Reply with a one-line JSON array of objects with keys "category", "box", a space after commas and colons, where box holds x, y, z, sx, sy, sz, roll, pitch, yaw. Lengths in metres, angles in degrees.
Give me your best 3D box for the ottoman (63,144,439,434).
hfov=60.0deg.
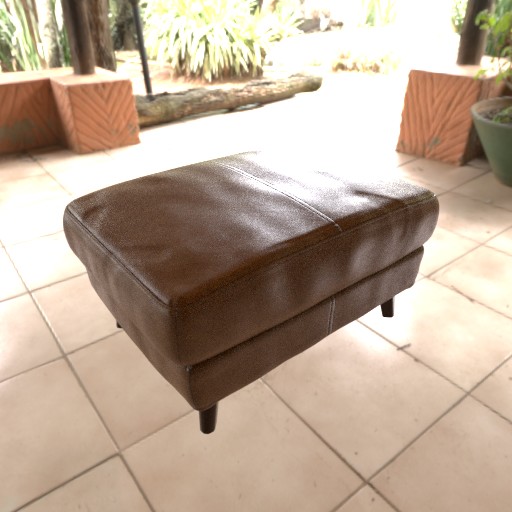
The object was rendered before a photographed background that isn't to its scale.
[{"category": "ottoman", "box": [0.000, 0.000, 1.267, 0.869, 0.461, 0.630, -22, 38, -32]}]
